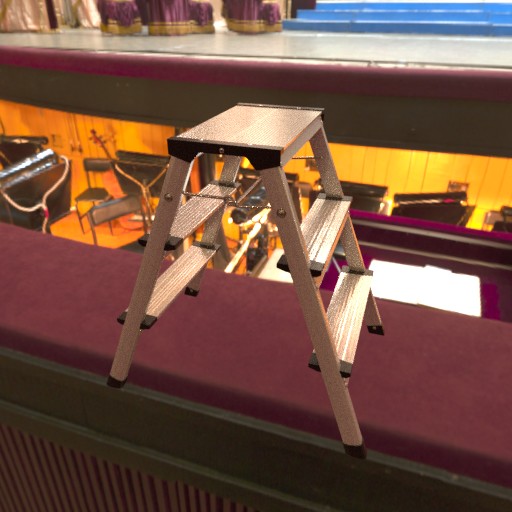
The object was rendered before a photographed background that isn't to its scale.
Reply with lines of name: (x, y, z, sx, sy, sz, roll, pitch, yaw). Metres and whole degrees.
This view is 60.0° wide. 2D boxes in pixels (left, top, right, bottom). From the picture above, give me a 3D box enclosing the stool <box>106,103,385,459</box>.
stool: (0.000, 0.000, 1.017, 0.622, 0.605, 0.437, 10, 31, 17)
